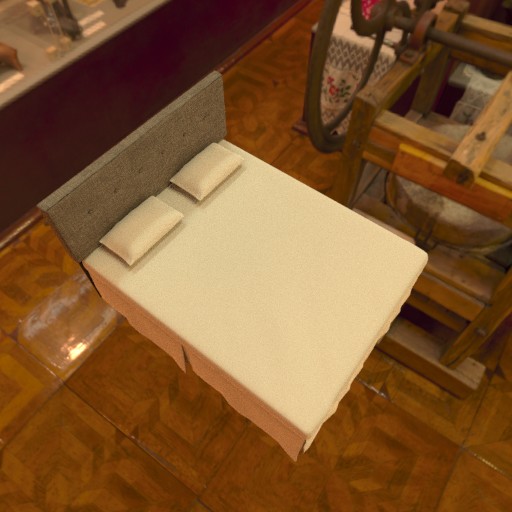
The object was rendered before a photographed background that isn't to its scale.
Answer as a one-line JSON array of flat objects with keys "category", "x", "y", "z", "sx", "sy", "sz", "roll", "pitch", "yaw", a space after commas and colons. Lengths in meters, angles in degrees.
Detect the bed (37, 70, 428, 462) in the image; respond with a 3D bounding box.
[{"category": "bed", "x": 0.000, "y": 0.000, "z": 3.039, "sx": 1.958, "sy": 1.168, "sz": 1.621, "roll": 33, "pitch": 63, "yaw": 19}]
